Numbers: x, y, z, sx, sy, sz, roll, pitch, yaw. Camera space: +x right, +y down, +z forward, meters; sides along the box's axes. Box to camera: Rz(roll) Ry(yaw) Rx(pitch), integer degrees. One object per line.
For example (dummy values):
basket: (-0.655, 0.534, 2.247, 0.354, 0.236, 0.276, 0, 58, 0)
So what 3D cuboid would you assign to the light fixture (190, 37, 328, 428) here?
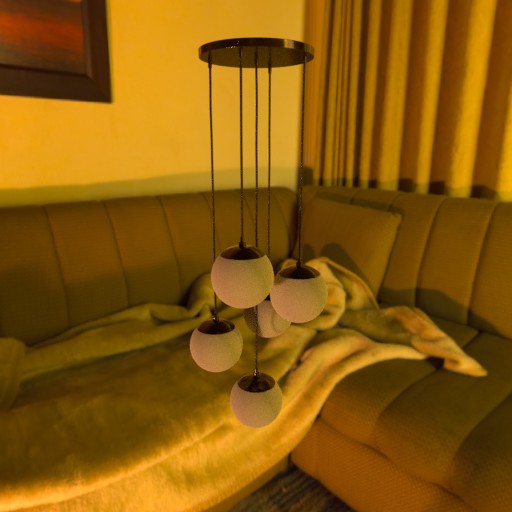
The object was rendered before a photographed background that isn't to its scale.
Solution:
light fixture: (0.000, 0.000, 1.487, 0.484, 1.271, 0.489, 7, 16, 26)
